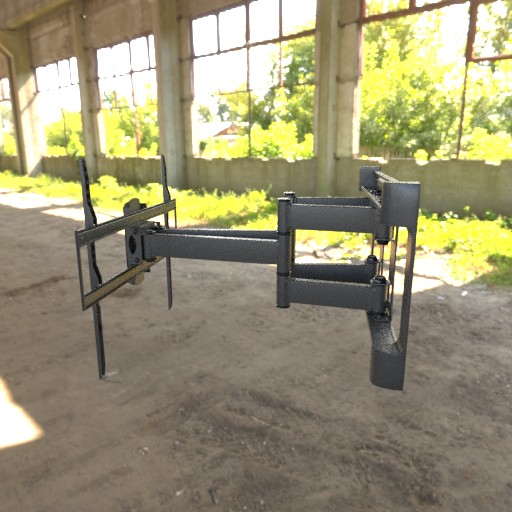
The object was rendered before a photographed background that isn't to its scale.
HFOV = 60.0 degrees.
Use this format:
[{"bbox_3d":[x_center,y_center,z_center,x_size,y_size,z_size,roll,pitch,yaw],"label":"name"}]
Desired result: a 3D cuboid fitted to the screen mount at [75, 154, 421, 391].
[{"bbox_3d":[0.000,0.000,0.958,0.556,0.424,0.571,2,14,9],"label":"screen mount"}]
